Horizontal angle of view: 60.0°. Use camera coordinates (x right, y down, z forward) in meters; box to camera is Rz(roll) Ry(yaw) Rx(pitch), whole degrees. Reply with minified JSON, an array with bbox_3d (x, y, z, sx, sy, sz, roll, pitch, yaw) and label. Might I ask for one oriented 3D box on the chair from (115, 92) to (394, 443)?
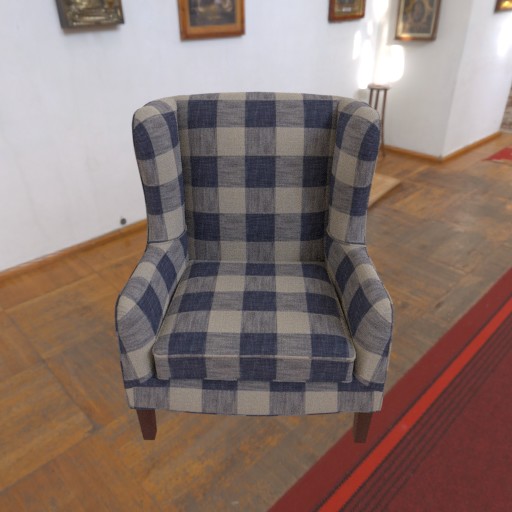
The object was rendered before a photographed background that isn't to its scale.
[{"bbox_3d":[0.000,0.000,1.646,0.830,1.041,0.889,0,30,1],"label":"chair"}]
